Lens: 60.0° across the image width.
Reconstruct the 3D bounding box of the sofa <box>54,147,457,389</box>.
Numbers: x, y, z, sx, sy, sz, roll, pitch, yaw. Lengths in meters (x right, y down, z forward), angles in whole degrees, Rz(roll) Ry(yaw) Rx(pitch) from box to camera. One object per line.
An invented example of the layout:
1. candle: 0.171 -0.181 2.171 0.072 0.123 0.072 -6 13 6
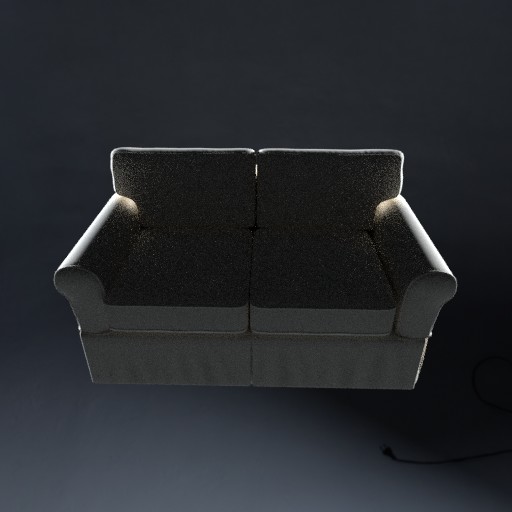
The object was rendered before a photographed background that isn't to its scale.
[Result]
1. sofa: 0.000 0.000 2.345 1.727 0.940 0.991 1 31 1
